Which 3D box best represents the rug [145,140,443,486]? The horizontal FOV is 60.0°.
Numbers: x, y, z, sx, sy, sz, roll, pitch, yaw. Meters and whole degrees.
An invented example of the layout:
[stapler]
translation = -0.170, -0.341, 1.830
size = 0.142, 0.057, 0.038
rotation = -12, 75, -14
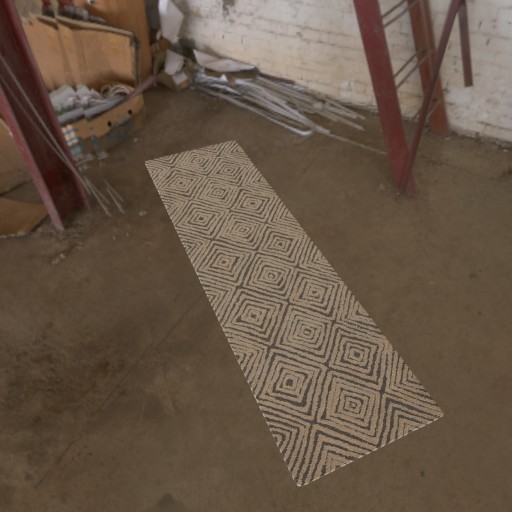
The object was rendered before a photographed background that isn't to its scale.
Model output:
[rug]
translation = 0.000, 0.000, 2.438
size = 0.676, 0.008, 2.277
rotation = -18, 49, -16
